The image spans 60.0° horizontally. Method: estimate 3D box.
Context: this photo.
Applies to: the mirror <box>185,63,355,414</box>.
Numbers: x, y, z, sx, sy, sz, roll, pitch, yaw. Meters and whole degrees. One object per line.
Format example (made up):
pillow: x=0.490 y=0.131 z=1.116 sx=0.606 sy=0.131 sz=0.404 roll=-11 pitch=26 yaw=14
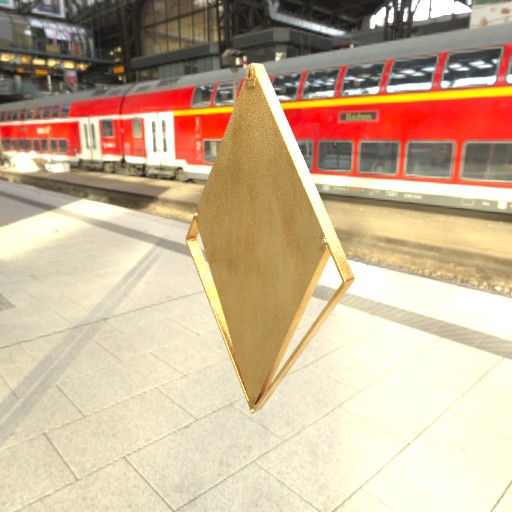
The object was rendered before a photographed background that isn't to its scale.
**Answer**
mirror: x=0.000 y=0.000 z=0.844 sx=0.032 sy=0.679 sz=0.419 roll=-15 pitch=21 yaw=-43
